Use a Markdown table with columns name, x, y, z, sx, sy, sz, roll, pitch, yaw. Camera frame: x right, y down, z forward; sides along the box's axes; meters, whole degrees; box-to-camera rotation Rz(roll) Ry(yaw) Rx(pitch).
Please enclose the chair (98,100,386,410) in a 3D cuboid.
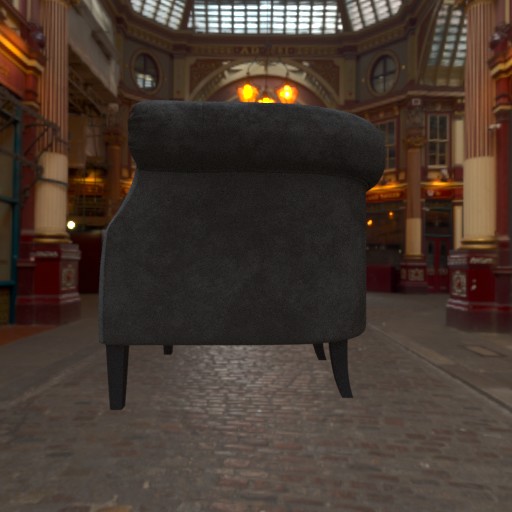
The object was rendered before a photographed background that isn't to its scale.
| name | x | y | z | sx | sy | sz | roll | pitch | yaw |
| --- | --- | --- | --- | --- | --- | --- | --- | --- | --- |
| chair | 0.000 | 0.000 | 1.542 | 0.851 | 0.826 | 0.904 | 0 | -1 | 0 |
